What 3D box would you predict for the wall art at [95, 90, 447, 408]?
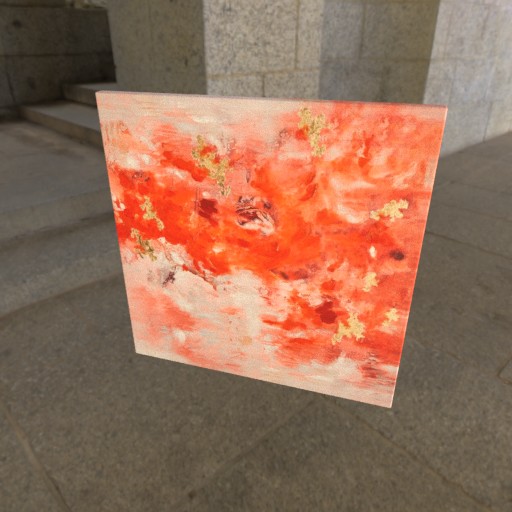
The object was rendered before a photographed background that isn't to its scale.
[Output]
[{"bbox_3d":[0.000,0.000,1.289,0.878,0.878,0.066,8,28,15],"label":"wall art"}]
